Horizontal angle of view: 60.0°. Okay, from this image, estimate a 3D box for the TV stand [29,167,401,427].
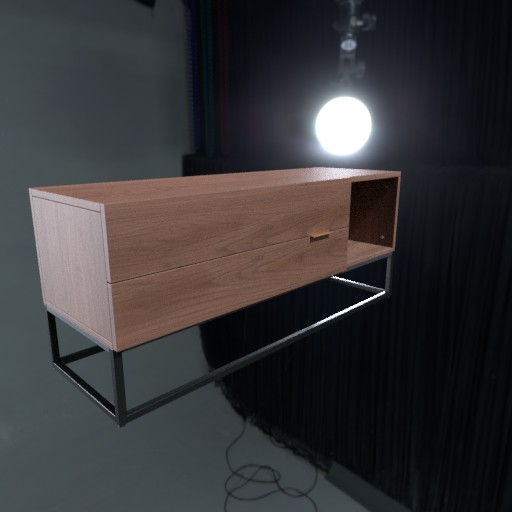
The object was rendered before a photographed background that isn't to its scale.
[{"bbox_3d":[0.000,0.000,1.444,0.415,0.500,1.200,14,20,43],"label":"TV stand"}]
